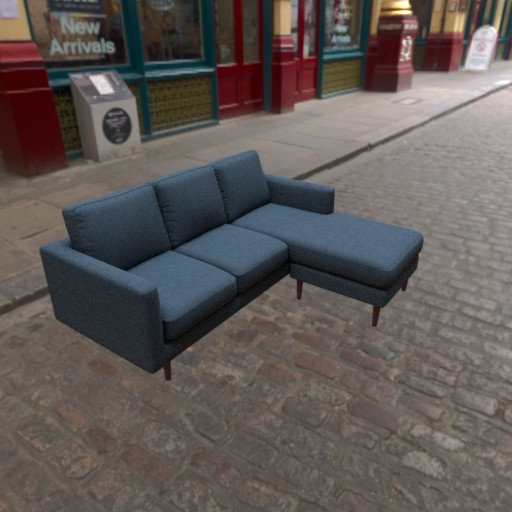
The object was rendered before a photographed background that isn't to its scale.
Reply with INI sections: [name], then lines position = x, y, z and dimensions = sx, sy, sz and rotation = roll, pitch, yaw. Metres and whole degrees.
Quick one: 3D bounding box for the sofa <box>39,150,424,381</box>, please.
[sofa]
position = 0.000, 0.000, 2.999
dimensions = 1.667, 0.957, 2.055
rotation = 18, 31, 32
